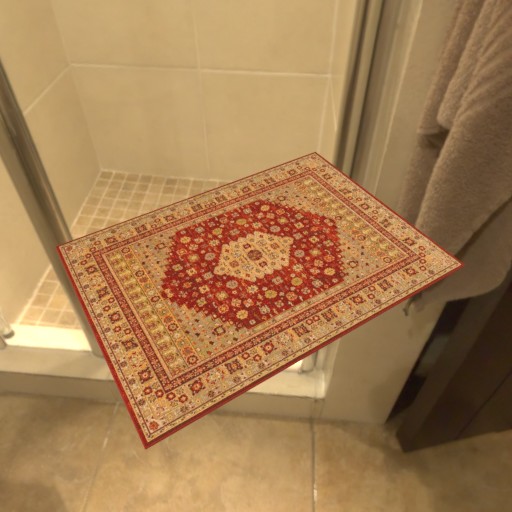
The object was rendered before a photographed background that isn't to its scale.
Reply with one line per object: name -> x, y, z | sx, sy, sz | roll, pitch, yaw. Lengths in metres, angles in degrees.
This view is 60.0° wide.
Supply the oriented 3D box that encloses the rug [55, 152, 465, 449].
rug -> 0.000, 0.000, 2.942 | 2.211, 0.013, 1.593 | -24, 50, -22
